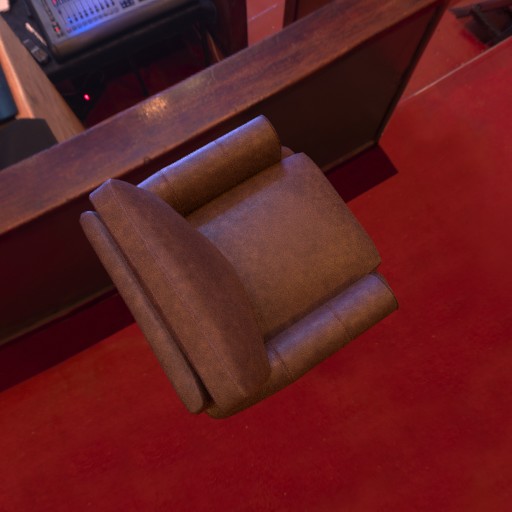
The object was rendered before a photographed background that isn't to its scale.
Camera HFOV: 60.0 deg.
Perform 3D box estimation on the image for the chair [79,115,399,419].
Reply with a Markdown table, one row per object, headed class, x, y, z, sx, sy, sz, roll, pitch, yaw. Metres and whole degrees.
| class | x | y | z | sx | sy | sz | roll | pitch | yaw |
| --- | --- | --- | --- | --- | --- | --- | --- | --- | --- |
| chair | 0.000 | 0.000 | 1.838 | 1.002 | 0.976 | 0.996 | -32 | 78 | -8 |
